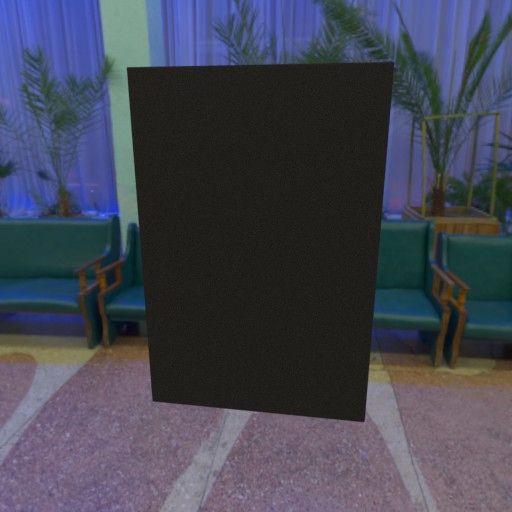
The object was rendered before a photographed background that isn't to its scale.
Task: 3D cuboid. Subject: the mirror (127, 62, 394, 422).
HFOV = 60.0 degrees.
[{"bbox_3d":[0.000,0.000,1.150,0.613,0.914,0.039,3,17,9],"label":"mirror"}]
